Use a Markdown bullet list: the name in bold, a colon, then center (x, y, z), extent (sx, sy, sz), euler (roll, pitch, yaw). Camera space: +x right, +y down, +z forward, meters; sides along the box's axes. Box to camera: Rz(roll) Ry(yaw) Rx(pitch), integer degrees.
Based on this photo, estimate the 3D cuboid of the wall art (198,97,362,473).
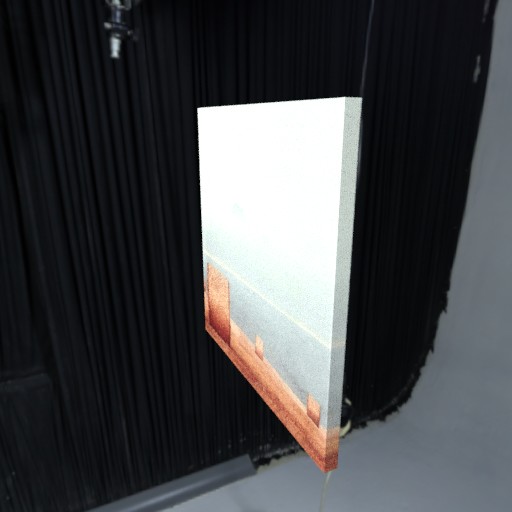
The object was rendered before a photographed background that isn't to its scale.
- **wall art**: center (0.000, 0.000, 1.174), extent (0.042, 0.760, 0.760), euler (-8, 19, -24)
